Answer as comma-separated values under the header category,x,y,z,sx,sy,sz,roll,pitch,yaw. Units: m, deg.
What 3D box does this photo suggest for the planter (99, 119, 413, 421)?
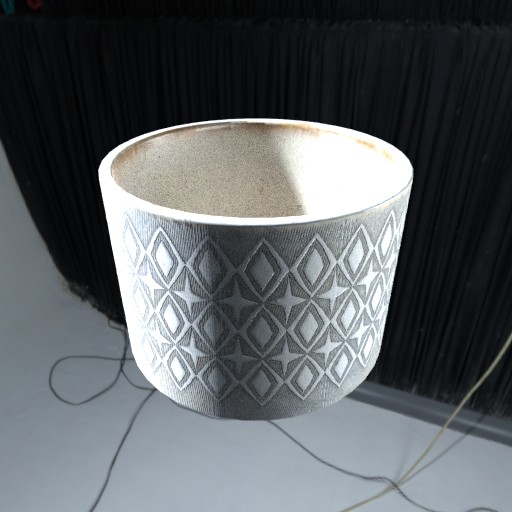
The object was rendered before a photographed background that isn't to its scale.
category,x,y,z,sx,sy,sz,roll,pitch,yaw
planter,0.000,0.000,0.310,0.186,0.144,0.186,0,31,0
